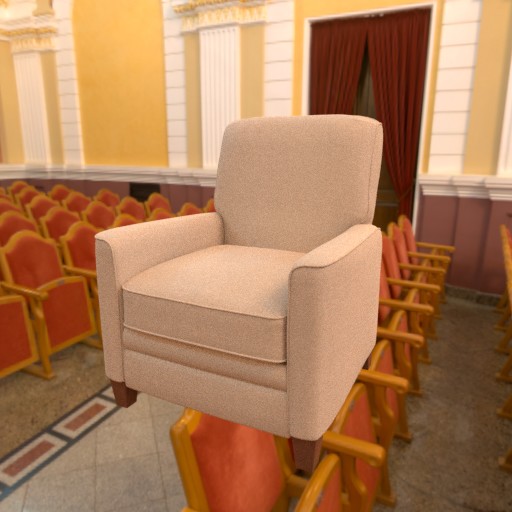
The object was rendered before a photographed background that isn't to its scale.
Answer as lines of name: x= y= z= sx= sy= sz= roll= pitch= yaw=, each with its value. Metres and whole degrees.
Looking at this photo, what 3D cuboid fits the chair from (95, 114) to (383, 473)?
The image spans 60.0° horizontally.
chair: x=0.000 y=0.000 z=1.631 sx=0.841 sy=1.023 sz=0.858 roll=7 pitch=16 yaw=26
